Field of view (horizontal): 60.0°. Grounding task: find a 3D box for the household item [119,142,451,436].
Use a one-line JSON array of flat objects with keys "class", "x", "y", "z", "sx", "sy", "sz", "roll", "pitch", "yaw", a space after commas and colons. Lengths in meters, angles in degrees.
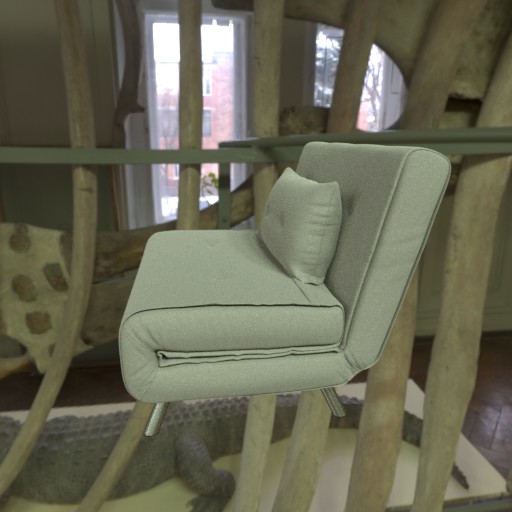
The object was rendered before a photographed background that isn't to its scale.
[{"class": "household item", "x": 0.000, "y": 0.000, "z": 1.631, "sx": 0.874, "sy": 0.800, "sz": 1.000, "roll": -2, "pitch": 15, "yaw": -9}]
